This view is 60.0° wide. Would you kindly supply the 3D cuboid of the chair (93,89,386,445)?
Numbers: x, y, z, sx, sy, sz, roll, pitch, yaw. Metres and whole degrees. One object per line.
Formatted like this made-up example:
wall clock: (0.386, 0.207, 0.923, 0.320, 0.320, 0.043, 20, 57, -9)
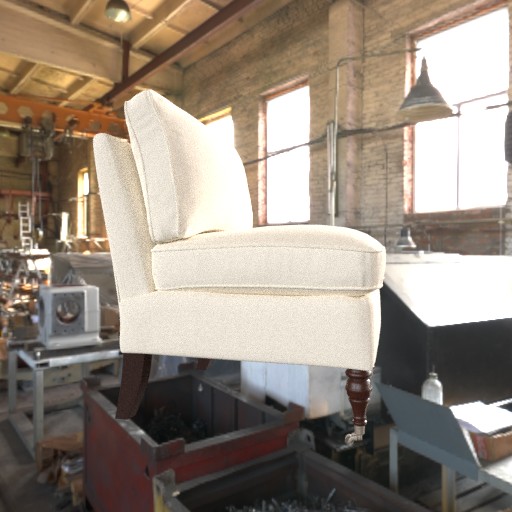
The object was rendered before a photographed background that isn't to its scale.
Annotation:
chair: (0.000, 0.000, 1.393, 0.781, 0.887, 0.630, 0, 0, 17)
